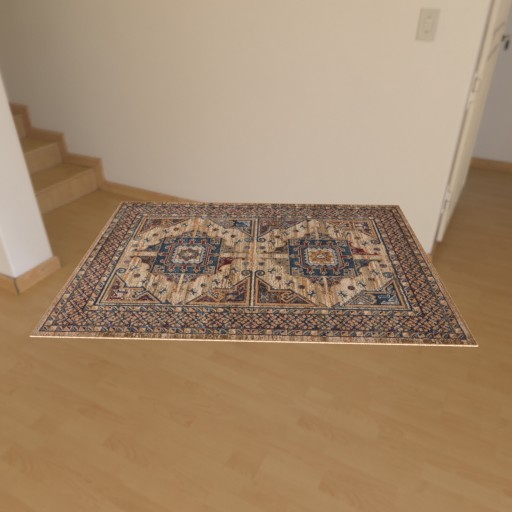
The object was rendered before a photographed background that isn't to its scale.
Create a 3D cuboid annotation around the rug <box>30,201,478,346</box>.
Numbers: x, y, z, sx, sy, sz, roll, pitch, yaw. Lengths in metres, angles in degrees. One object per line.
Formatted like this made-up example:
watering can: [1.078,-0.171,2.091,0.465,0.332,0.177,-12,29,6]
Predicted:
rug: [0.000,0.000,2.880,2.227,0.008,1.611,1,32,2]
